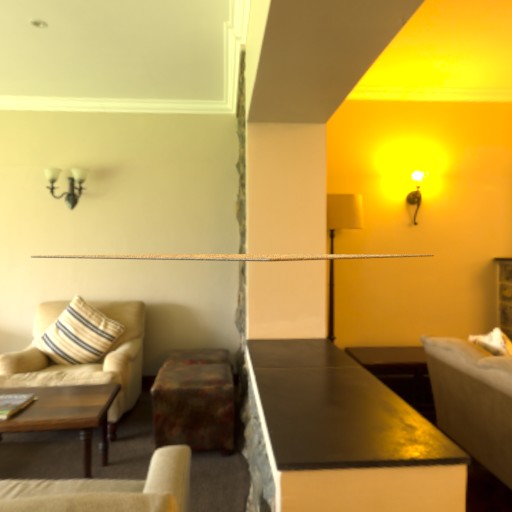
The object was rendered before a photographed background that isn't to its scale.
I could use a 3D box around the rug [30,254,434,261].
[{"bbox_3d":[0.000,0.000,4.200,2.441,0.016,3.050,0,1,36],"label":"rug"}]
